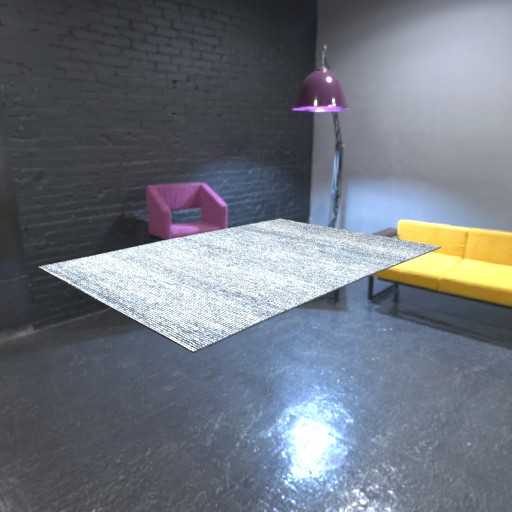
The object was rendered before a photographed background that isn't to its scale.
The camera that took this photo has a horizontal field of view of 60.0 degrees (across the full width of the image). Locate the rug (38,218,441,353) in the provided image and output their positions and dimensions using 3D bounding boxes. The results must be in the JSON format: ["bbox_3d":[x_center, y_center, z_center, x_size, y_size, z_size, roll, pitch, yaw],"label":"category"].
[{"bbox_3d":[0.000,0.000,3.092,1.624,0.030,2.349,15,21,43],"label":"rug"}]
